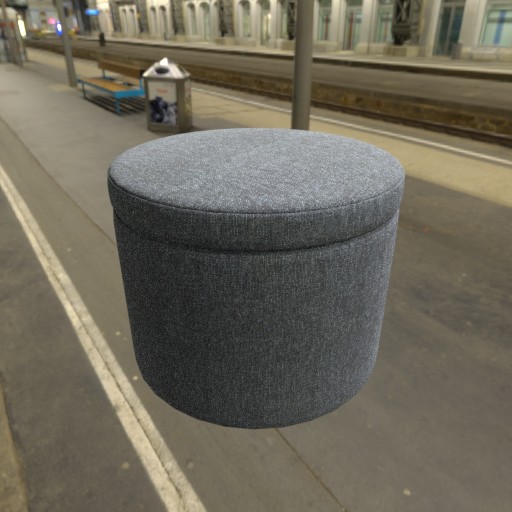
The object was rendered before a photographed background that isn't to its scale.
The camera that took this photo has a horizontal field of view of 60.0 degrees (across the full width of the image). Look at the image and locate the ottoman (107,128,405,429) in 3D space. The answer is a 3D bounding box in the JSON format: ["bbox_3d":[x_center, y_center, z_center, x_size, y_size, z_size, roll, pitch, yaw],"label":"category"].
[{"bbox_3d":[0.000,0.000,0.855,0.500,0.419,0.500,0,28,0],"label":"ottoman"}]
